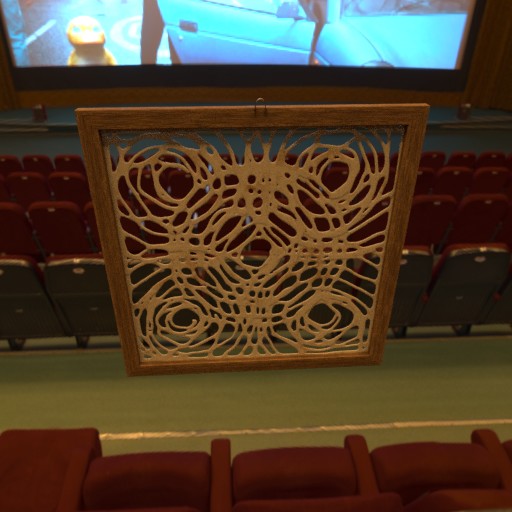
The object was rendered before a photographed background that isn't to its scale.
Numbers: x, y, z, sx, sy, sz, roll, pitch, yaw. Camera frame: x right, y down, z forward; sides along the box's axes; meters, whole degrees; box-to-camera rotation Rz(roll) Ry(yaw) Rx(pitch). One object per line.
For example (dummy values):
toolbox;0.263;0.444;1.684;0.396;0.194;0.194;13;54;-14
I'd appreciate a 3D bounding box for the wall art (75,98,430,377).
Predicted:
wall art;0.000;0.000;0.839;0.561;0.576;0.021;-2;30;-3
